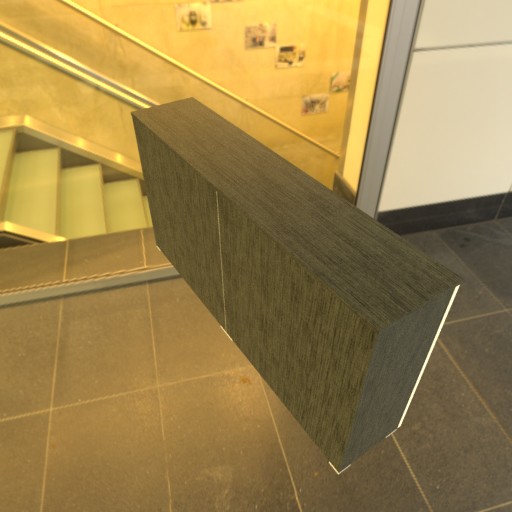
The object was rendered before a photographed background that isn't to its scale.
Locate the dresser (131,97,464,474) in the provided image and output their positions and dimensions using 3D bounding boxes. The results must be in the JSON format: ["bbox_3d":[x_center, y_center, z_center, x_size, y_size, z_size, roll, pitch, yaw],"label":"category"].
[{"bbox_3d":[0.000,0.000,1.857,0.333,0.790,1.535,-24,46,-25],"label":"dresser"}]
